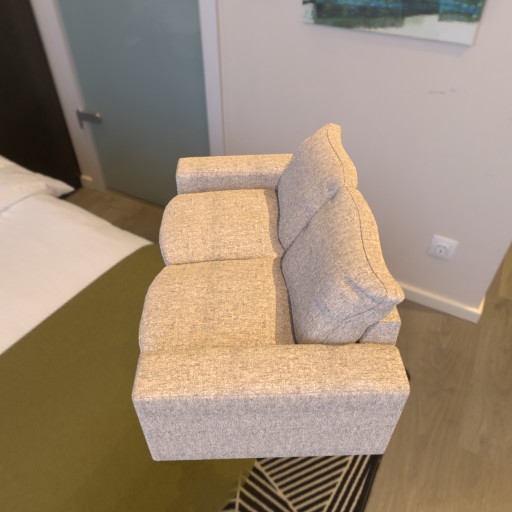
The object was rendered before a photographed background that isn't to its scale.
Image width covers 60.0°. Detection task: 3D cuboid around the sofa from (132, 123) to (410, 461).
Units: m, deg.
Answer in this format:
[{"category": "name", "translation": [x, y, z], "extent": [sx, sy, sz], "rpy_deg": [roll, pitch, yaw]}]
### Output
[{"category": "sofa", "translation": [0.000, 0.000, 2.336], "extent": [1.094, 0.877, 1.758], "rpy_deg": [-1, 42, -1]}]
